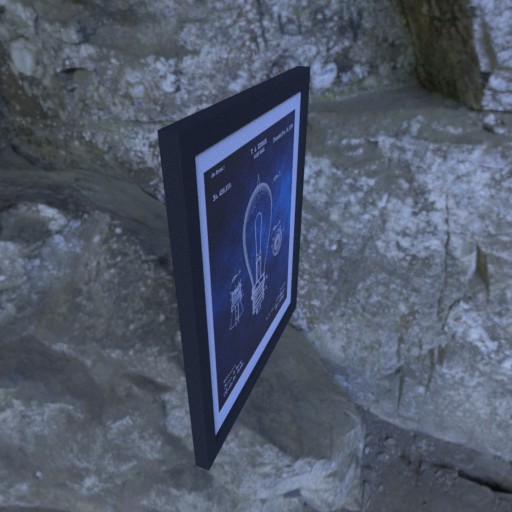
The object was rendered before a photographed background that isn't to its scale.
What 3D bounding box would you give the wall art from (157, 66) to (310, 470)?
[{"bbox_3d":[0.000,0.000,0.704,0.023,0.505,0.428,12,33,19],"label":"wall art"}]
